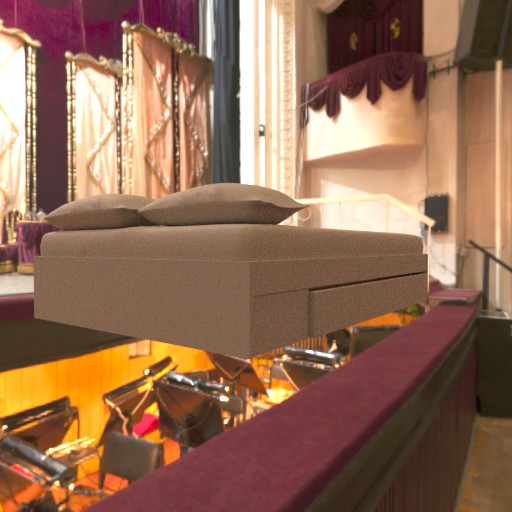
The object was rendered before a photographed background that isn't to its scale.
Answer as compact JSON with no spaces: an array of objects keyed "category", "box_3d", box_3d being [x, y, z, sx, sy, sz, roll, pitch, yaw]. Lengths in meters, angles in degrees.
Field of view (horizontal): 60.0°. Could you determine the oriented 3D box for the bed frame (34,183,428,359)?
[{"category":"bed frame","box_3d":[0.000,0.000,2.651,1.450,0.629,1.950,1,2,37]}]
